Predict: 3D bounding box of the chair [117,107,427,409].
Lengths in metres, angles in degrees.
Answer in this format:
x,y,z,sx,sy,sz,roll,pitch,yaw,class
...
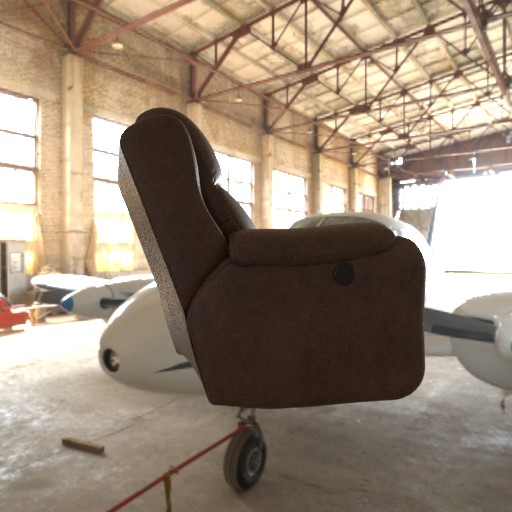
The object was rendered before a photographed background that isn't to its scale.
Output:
x,y,z,sx,sy,sz,roll,pitch,yaw,class
0.000,0.000,1.795,1.067,0.990,0.940,0,0,-18,chair
